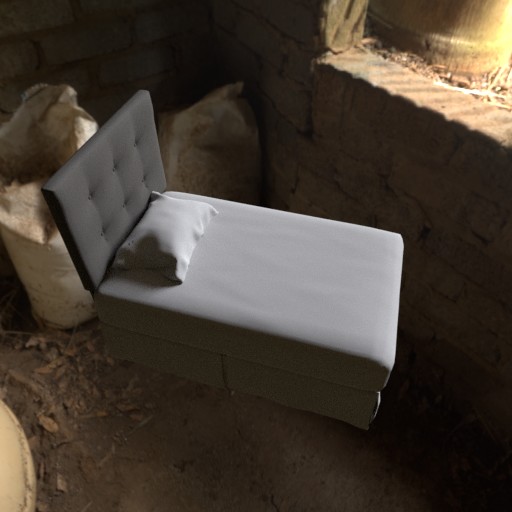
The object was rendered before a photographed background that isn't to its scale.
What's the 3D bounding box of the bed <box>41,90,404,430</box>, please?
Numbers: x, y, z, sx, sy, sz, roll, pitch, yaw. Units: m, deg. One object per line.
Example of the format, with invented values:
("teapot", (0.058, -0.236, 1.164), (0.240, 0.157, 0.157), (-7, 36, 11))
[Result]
("bed", (0.000, 0.000, 2.995), (1.997, 1.571, 1.261), (12, 48, 11))
